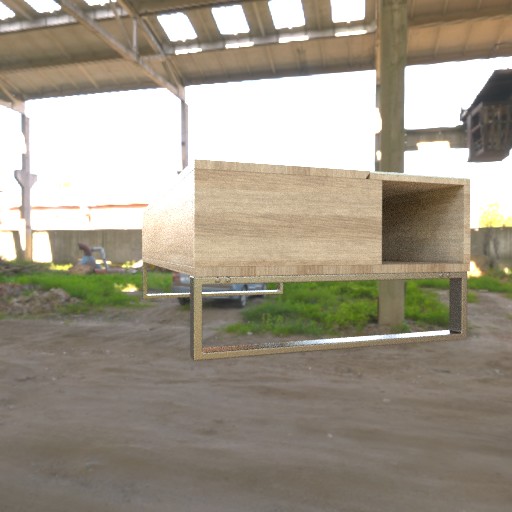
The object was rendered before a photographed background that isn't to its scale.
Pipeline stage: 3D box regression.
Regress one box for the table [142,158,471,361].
[{"bbox_3d":[0.000,0.000,1.378,0.600,0.350,1.100,0,1,-19],"label":"table"}]
